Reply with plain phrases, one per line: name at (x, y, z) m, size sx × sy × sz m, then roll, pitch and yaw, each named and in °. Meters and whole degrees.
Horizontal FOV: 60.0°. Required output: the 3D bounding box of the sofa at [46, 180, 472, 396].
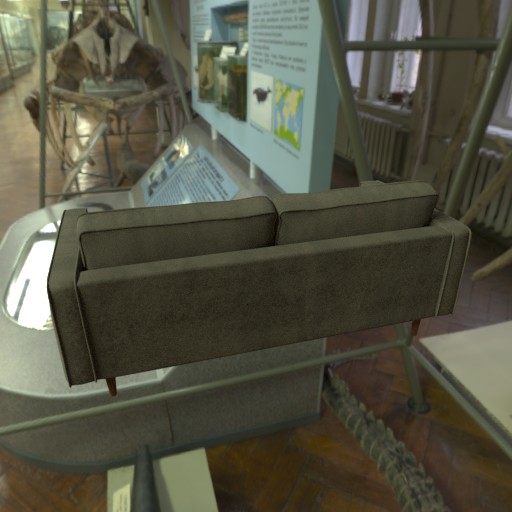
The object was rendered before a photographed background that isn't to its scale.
sofa at (0.000, 0.000, 2.339) m, size 1.920 × 0.825 × 0.924 m, roll -8°, pitch 27°, yaw -15°
